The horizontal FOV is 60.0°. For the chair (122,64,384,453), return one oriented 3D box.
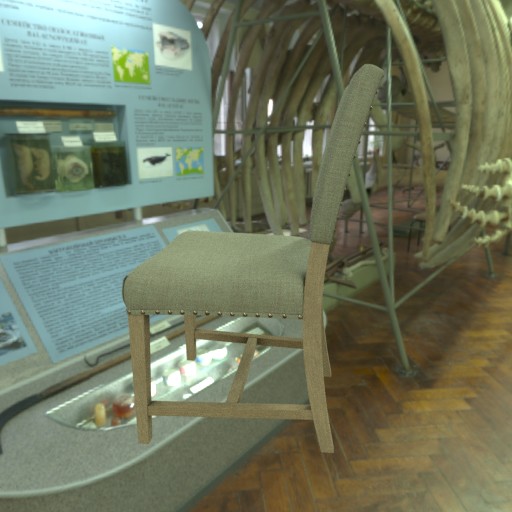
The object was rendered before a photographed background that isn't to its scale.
[{"bbox_3d":[0.000,0.000,1.307,0.622,0.986,0.508,2,17,8],"label":"chair"}]
